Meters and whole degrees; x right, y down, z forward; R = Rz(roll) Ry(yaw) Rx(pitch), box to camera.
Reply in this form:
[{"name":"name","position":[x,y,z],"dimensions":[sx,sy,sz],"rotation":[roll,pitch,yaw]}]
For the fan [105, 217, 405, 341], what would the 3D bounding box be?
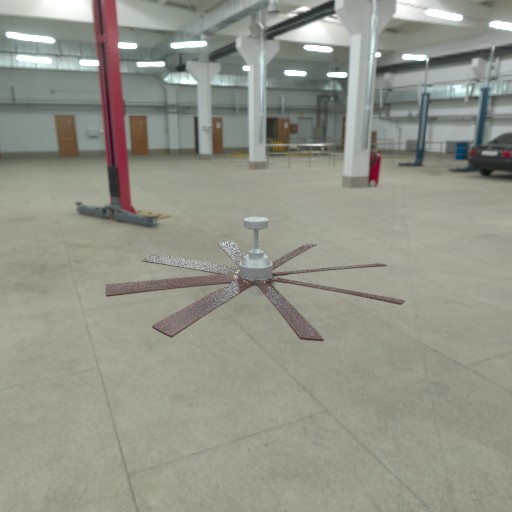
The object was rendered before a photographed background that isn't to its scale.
[{"name":"fan","position":[0.000,0.000,2.798],"dimensions":[1.830,0.472,1.830],"rotation":[9,18,28]}]
